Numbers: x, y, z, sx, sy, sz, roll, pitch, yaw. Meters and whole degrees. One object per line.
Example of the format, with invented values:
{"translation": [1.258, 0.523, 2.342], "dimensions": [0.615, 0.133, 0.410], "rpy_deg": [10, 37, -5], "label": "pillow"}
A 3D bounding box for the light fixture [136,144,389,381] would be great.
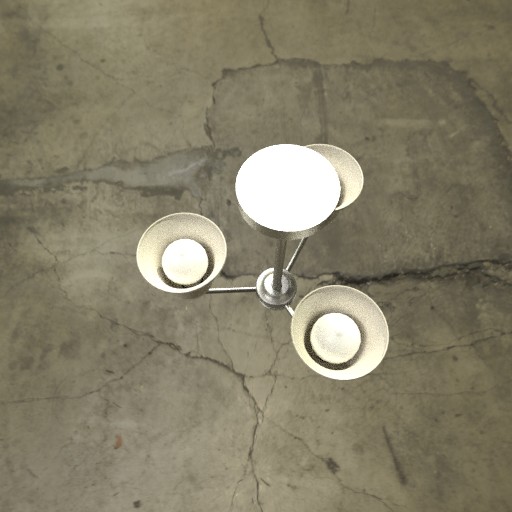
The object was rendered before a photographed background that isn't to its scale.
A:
{"translation": [0.000, 0.000, 0.678], "dimensions": [0.354, 0.370, 0.388], "rpy_deg": [-2, 64, -1], "label": "light fixture"}
